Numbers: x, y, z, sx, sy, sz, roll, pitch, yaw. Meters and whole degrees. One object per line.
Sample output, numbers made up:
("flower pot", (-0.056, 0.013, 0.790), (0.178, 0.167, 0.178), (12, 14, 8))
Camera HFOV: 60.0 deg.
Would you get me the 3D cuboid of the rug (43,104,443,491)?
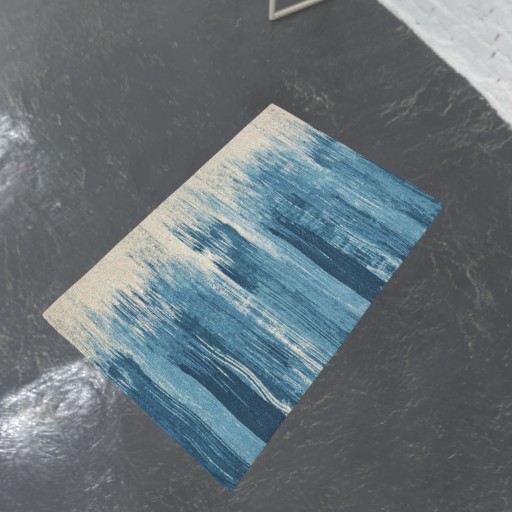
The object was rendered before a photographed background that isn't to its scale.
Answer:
("rug", (0.000, 0.000, 2.320), (1.232, 0.009, 1.836), (36, 68, 17))
